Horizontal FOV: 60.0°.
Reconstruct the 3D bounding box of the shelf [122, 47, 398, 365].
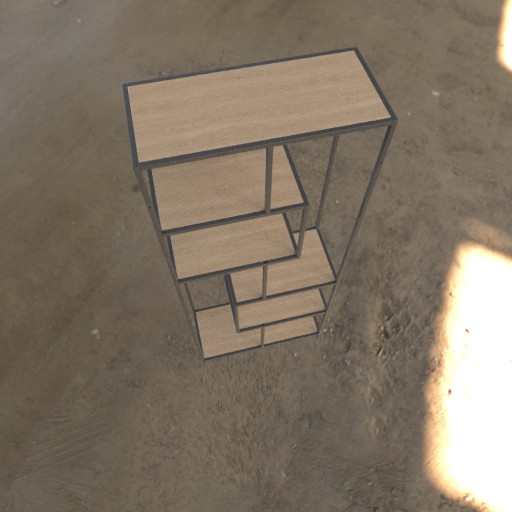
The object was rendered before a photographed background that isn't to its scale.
[{"bbox_3d":[0.000,0.000,2.128,0.770,1.850,0.350,-12,61,-7],"label":"shelf"}]
